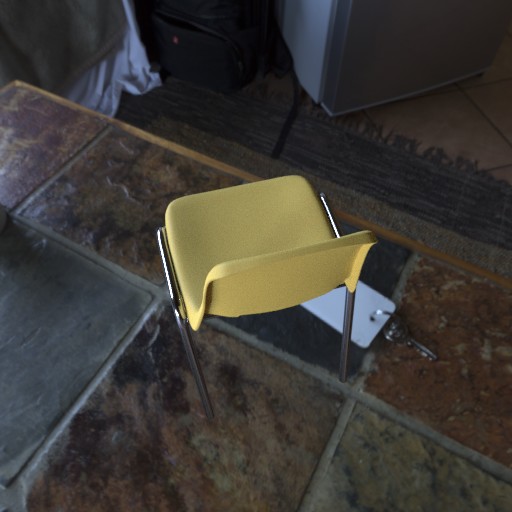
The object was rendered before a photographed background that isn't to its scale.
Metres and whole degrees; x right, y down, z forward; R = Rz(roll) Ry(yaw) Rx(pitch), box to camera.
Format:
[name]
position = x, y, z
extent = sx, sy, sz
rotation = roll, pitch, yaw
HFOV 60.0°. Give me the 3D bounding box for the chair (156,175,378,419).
[chair]
position = 0.000, 0.000, 0.917
extent = 0.381, 0.653, 0.436
rotation = -13, 58, -8
